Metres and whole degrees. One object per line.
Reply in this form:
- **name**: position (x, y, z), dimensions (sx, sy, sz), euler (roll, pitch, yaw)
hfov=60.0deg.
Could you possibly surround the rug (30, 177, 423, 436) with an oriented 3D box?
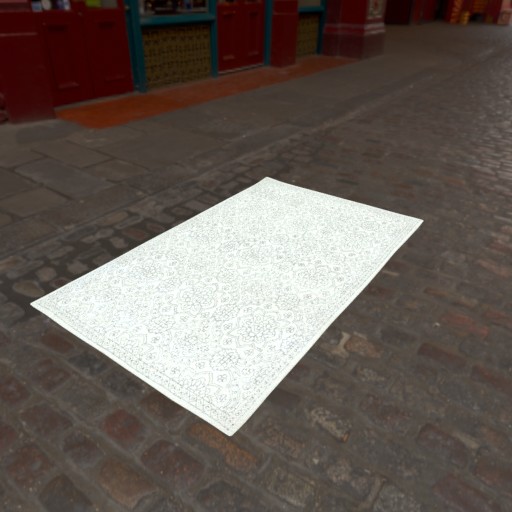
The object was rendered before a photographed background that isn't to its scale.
- **rug**: position (0.000, 0.000, 3.045), dimensions (1.518, 0.023, 2.434), euler (21, 37, 30)
